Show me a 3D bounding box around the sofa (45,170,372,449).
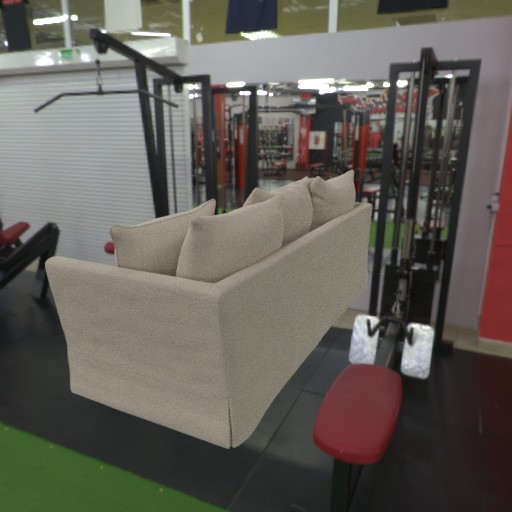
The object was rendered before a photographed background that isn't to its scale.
[{"bbox_3d":[0.000,0.000,3.014,1.046,1.047,2.499,8,17,26],"label":"sofa"}]
